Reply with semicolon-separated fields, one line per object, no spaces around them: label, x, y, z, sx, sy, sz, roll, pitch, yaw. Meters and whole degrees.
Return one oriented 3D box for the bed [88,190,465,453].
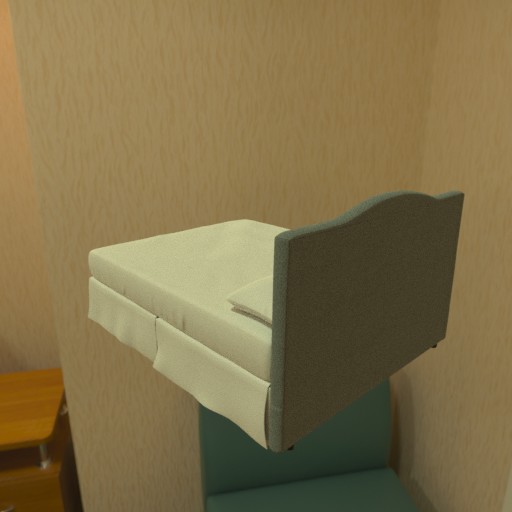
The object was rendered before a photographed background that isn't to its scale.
bed;0.000;0.000;3.974;2.161;1.457;2.689;-15;23;-40
